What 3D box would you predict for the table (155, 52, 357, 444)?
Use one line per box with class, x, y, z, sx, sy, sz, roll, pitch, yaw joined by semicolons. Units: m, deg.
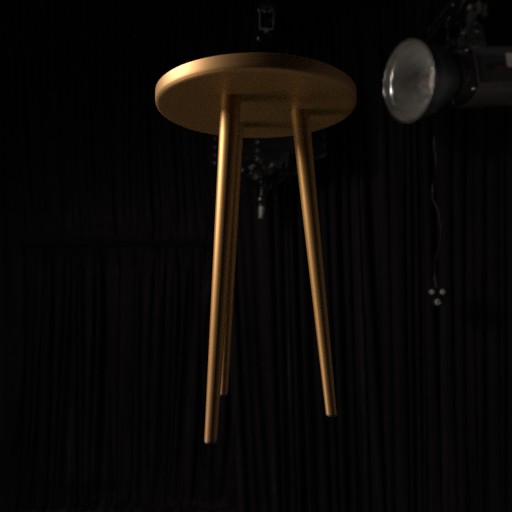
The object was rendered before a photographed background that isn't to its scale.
table;0.000;0.000;0.672;0.299;0.480;0.299;0;-1;-2
